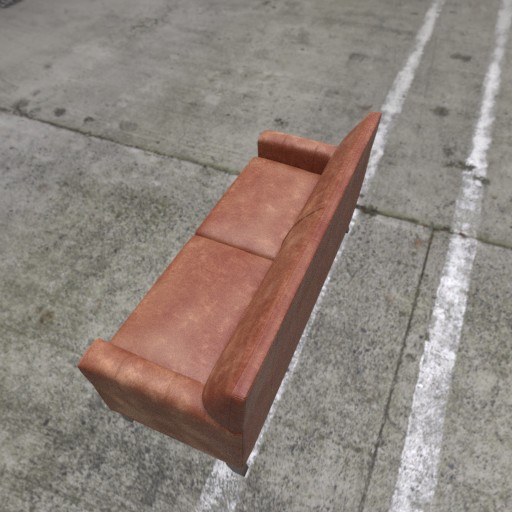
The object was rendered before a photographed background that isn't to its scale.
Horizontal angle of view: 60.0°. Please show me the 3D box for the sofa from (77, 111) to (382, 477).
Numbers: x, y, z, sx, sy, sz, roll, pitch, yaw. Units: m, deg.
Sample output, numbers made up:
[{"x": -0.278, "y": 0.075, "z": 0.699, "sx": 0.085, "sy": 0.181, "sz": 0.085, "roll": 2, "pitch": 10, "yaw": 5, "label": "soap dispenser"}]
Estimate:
[{"x": 0.000, "y": 0.000, "z": 2.497, "sx": 0.805, "sy": 0.947, "sz": 2.053, "roll": 17, "pitch": 48, "yaw": 16, "label": "sofa"}]
